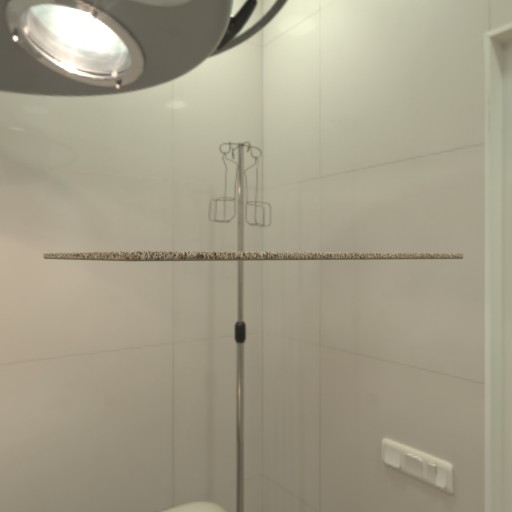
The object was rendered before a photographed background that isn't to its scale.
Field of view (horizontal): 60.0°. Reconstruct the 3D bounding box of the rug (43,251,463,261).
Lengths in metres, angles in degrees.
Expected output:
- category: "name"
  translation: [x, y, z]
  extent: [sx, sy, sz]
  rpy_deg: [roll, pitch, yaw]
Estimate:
- category: "rug"
  translation: [0.000, 0.000, 2.261]
  extent: [1.778, 0.030, 1.219]
  rpy_deg: [0, 0, -36]
